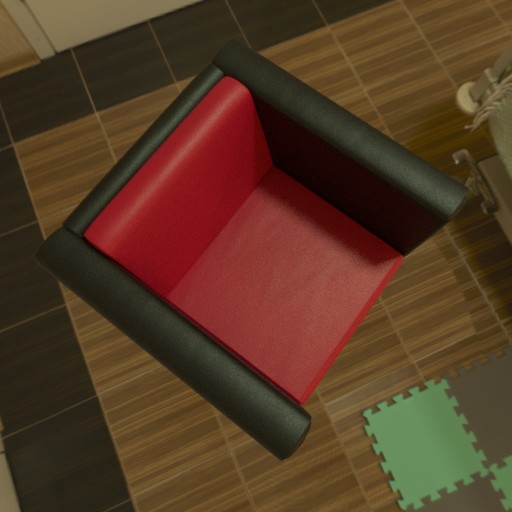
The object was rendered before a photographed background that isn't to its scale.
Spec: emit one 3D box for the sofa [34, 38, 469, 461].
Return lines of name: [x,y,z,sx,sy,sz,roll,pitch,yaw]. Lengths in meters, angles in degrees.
sofa: [0.000,0.000,1.464,0.809,0.724,0.839,36,78,9]
